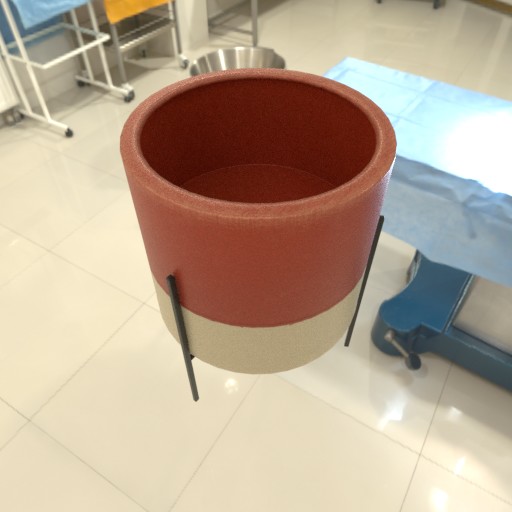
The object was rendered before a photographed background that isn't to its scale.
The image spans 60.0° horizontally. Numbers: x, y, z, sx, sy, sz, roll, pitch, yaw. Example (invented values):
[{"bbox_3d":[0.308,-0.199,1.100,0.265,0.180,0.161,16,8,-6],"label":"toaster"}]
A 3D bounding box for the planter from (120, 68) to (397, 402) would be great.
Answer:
[{"bbox_3d":[0.000,0.000,0.721,0.345,0.465,0.354,30,54,25],"label":"planter"}]
